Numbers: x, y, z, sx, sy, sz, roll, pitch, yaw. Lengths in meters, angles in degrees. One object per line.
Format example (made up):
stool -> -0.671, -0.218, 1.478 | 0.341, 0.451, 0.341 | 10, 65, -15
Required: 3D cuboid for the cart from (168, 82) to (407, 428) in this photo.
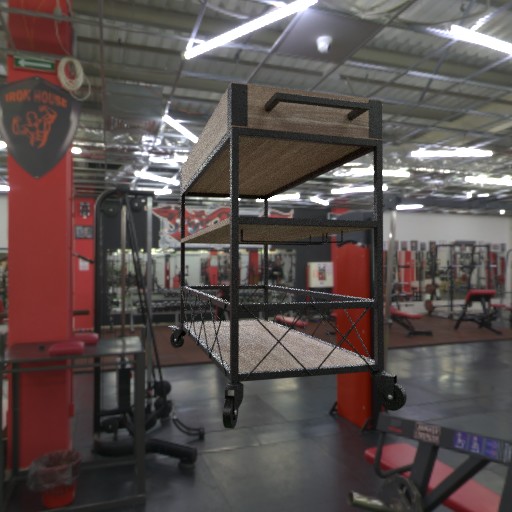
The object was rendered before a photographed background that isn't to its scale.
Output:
cart -> 0.000, 0.000, 1.528 | 0.500, 0.787, 1.101 | 0, -1, -17
